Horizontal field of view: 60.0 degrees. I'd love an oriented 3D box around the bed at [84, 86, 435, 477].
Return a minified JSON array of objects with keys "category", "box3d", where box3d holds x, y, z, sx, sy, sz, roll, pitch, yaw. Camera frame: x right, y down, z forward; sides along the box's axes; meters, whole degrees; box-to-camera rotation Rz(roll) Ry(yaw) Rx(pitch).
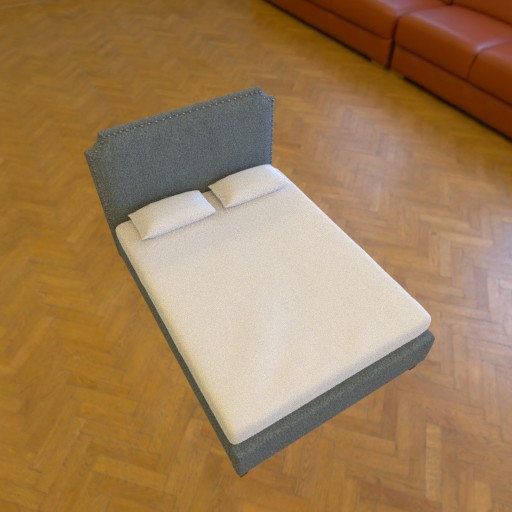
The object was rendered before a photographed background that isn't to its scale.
[{"category":"bed","box3d":[0.000,0.000,3.458,1.712,1.443,2.372,-24,52,-20]}]
